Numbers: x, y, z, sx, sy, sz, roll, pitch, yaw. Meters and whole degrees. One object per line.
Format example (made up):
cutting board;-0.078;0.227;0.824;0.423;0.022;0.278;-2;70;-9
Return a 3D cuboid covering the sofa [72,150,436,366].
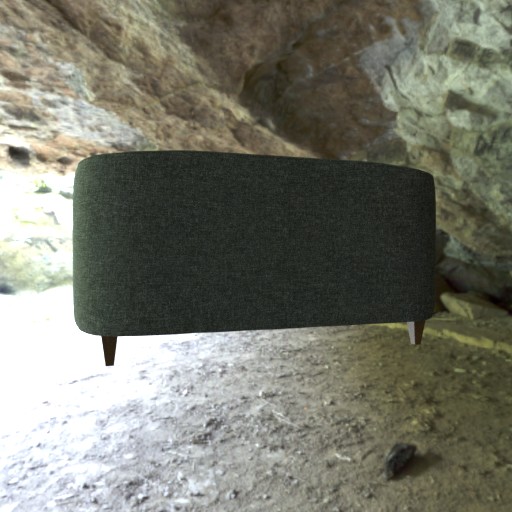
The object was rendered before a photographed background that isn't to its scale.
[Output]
sofa;0.000;0.000;2.294;1.733;0.855;0.941;0;1;-16
